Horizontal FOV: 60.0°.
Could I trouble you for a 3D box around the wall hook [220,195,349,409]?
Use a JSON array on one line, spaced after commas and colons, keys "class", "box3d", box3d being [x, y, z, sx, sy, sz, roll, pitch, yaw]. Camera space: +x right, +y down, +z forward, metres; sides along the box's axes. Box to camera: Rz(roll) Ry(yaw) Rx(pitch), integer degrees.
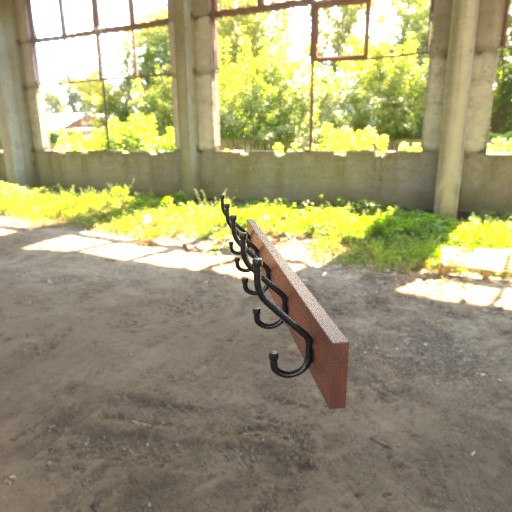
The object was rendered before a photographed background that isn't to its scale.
[{"class": "wall hook", "box3d": [0.000, 0.000, 0.622, 0.071, 0.117, 0.571, -2, 15, -8]}]
